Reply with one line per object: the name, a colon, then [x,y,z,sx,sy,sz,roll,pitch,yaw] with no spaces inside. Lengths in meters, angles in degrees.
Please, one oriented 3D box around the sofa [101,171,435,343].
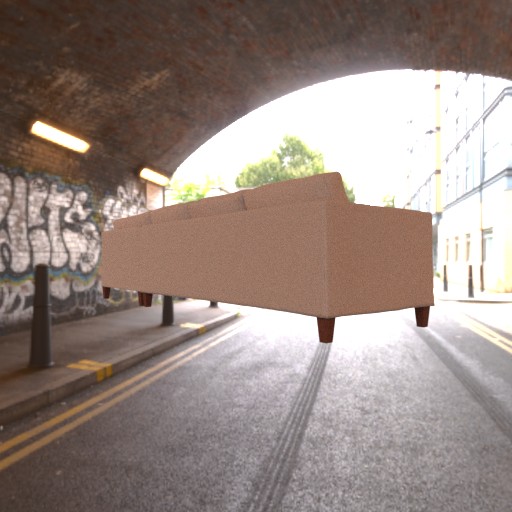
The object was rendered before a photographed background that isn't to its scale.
sofa: [0.000,0.000,3.812,1.625,0.861,3.186,0,-1,-38]
